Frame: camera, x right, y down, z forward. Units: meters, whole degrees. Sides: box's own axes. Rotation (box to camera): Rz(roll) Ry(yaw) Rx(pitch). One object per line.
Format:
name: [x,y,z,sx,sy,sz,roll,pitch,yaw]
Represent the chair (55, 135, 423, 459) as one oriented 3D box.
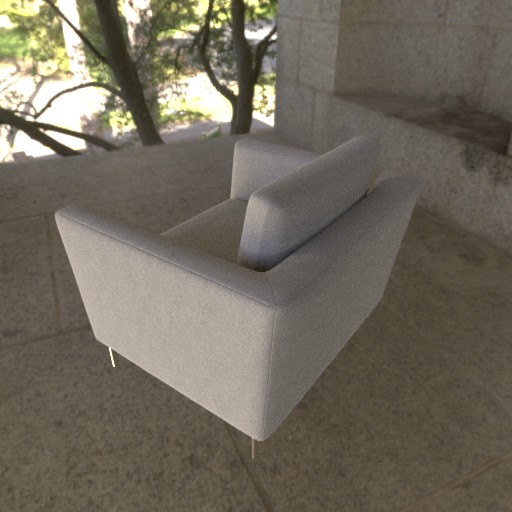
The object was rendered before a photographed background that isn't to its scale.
chair: [0.000,0.000,1.692,0.889,0.864,1.041,21,37,30]
